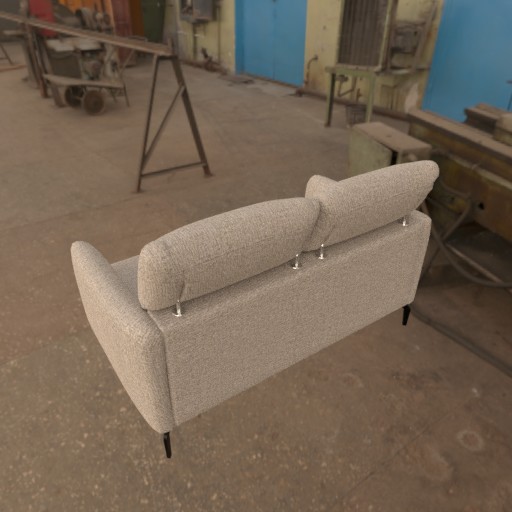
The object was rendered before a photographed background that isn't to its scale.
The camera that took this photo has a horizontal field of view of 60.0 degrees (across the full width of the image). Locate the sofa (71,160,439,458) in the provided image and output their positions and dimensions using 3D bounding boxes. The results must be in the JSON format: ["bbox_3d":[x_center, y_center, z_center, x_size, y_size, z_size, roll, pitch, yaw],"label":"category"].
[{"bbox_3d":[0.000,0.000,2.123,1.540,0.950,0.905,-20,37,-29],"label":"sofa"}]
